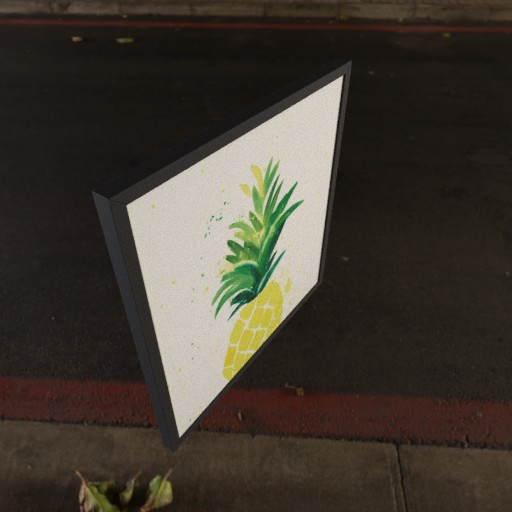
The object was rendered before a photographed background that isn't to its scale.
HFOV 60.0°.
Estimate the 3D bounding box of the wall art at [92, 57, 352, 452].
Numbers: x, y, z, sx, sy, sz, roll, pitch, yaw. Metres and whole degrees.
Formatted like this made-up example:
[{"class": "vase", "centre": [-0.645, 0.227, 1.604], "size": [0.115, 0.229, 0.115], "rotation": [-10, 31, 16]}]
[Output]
[{"class": "wall art", "centre": [0.000, 0.000, 1.114], "size": [0.037, 0.760, 0.762], "rotation": [25, 47, 26]}]
